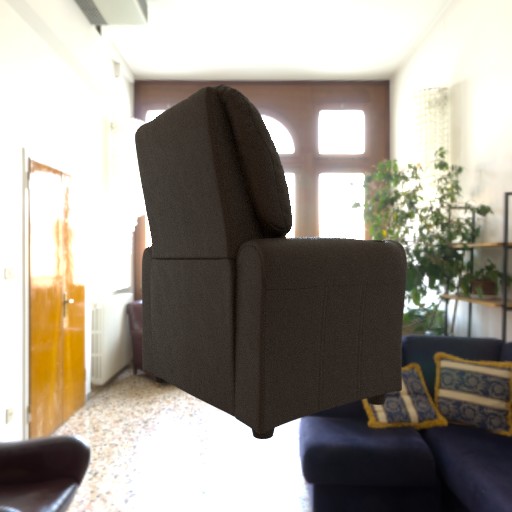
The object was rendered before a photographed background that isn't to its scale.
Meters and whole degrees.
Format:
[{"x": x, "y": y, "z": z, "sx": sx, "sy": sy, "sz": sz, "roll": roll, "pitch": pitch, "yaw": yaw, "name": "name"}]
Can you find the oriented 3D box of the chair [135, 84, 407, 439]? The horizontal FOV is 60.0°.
[{"x": 0.000, "y": 0.000, "z": 1.156, "sx": 0.521, "sy": 0.709, "sz": 0.610, "roll": 0, "pitch": 0, "yaw": -36, "name": "chair"}]
